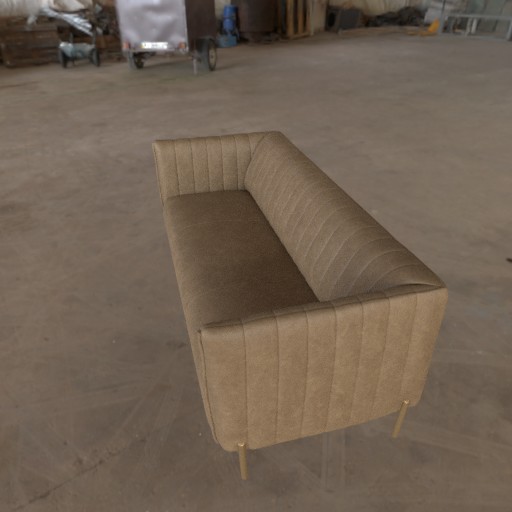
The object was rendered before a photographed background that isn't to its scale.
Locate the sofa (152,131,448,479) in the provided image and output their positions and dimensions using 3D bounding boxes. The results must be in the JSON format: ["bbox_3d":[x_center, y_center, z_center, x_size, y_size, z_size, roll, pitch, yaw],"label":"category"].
[{"bbox_3d":[0.000,0.000,2.375,0.876,0.779,1.980,-8,33,-13],"label":"sofa"}]
